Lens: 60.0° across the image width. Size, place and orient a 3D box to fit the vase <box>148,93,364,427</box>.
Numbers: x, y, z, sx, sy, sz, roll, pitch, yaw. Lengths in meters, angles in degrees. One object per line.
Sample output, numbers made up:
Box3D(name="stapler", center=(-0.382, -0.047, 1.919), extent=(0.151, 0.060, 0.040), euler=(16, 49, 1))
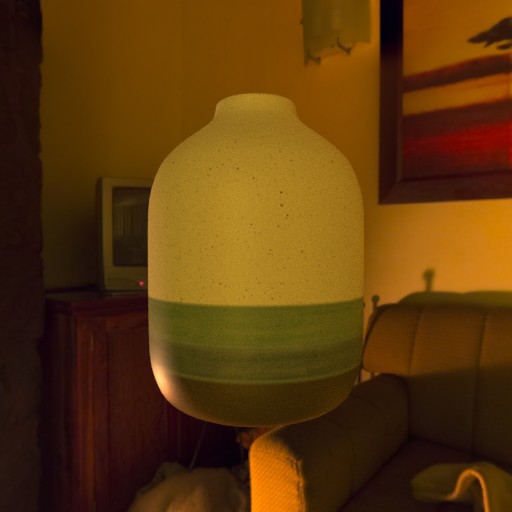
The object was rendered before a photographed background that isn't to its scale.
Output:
Box3D(name="vase", center=(0.000, 0.000, 0.358), extent=(0.169, 0.240, 0.169), euler=(0, 1, 0))
